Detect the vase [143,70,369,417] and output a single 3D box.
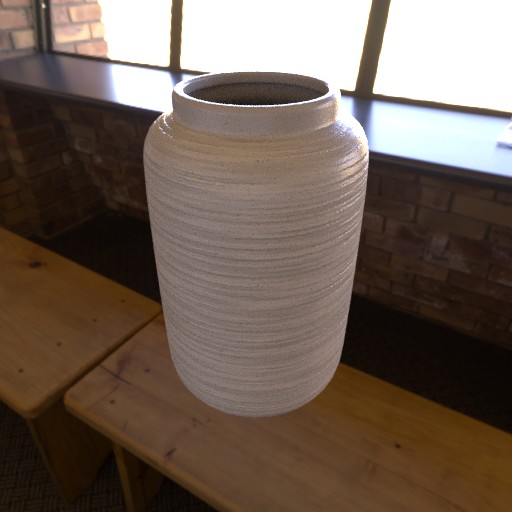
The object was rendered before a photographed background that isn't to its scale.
[{"bbox_3d":[0.000,0.000,0.458,0.202,0.335,0.202,0,33,0],"label":"vase"}]
